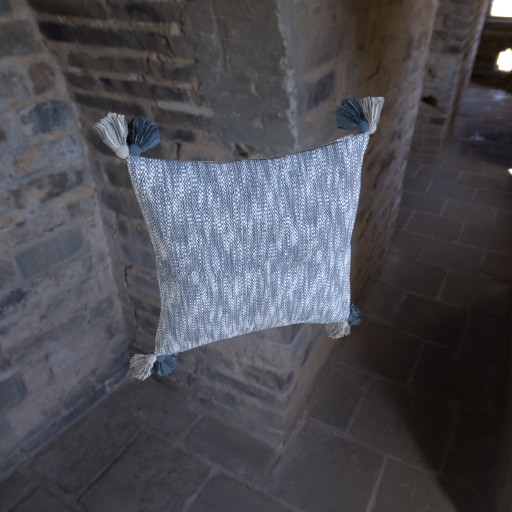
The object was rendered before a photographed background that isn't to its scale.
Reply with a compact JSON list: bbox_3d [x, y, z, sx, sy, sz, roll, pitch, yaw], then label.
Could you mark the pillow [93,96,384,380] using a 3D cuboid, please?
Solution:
[{"bbox_3d":[0.000,0.000,0.948,0.614,0.634,0.138,-9,33,-14],"label":"pillow"}]
